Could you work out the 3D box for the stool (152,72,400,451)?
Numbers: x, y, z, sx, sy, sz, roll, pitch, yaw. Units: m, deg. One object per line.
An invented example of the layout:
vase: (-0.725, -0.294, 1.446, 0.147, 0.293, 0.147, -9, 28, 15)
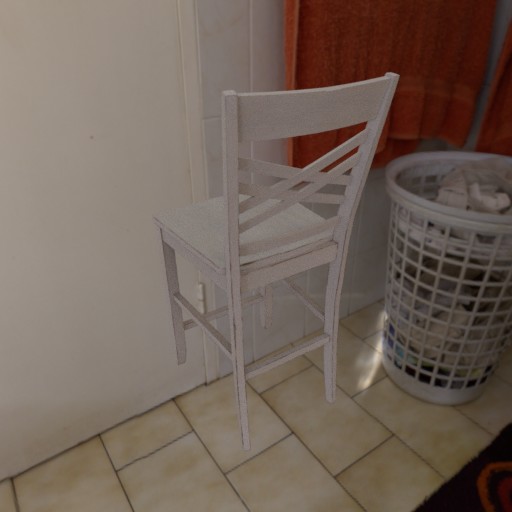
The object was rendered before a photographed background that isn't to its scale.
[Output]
stool: (0.000, 0.000, 1.369, 0.462, 1.079, 0.539, -18, 34, -28)
